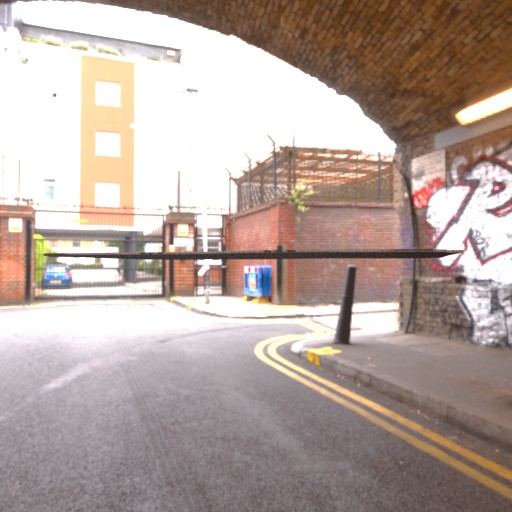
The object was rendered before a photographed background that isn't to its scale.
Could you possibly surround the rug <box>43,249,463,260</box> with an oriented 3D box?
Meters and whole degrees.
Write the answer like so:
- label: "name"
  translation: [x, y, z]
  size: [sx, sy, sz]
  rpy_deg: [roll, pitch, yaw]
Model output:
- label: "rug"
  translation: [0.000, 0.000, 3.019]
  size: [2.446, 0.017, 1.530]
  rpy_deg: [0, -2, 19]
